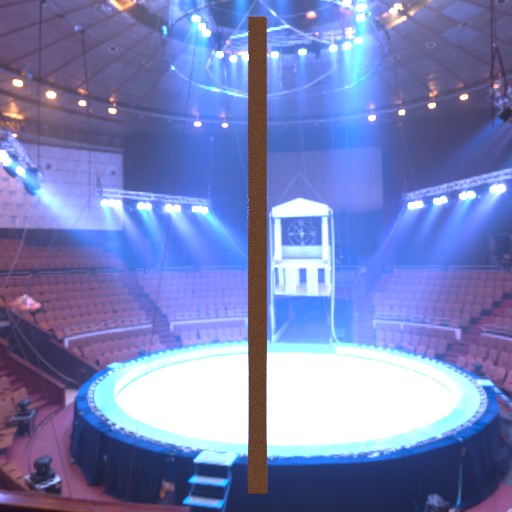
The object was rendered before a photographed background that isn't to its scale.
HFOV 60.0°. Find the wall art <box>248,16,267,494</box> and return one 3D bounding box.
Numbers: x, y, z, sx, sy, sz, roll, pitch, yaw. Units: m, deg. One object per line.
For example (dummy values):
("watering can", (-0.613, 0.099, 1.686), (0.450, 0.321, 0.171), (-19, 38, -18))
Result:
("wall art", (0.000, 0.000, 1.153), (0.037, 0.916, 0.610), (0, -2, -1))
